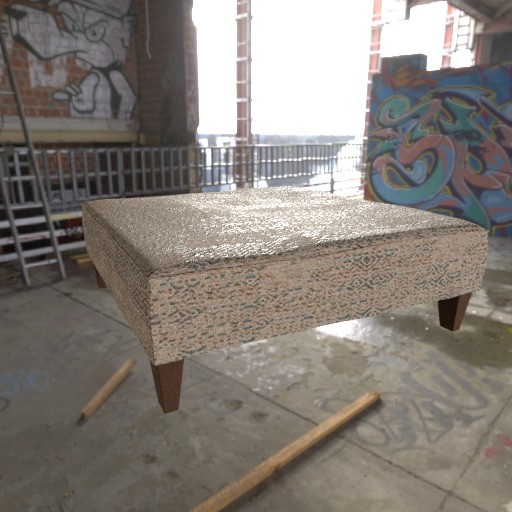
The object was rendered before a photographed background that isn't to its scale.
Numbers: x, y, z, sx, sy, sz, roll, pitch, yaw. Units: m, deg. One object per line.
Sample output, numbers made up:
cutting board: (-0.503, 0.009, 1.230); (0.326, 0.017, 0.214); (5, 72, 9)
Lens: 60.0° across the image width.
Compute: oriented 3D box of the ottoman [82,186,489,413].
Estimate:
ottoman: (0.000, 0.000, 1.481); (0.968, 0.356, 1.004); (-8, 17, -26)
